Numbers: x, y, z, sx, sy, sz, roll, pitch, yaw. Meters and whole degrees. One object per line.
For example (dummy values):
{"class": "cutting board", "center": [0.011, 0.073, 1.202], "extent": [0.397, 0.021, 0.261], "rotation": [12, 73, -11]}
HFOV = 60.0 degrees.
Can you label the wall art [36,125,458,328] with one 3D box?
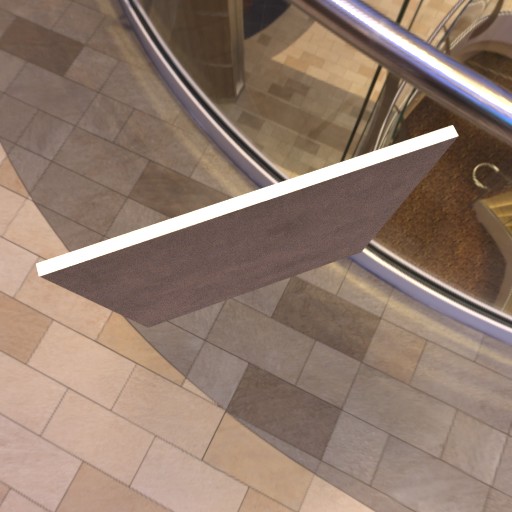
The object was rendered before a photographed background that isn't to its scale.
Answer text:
{"class": "wall art", "center": [0.000, 0.000, 0.981], "extent": [0.664, 0.661, 0.020], "rotation": [-19, 75, -5]}
